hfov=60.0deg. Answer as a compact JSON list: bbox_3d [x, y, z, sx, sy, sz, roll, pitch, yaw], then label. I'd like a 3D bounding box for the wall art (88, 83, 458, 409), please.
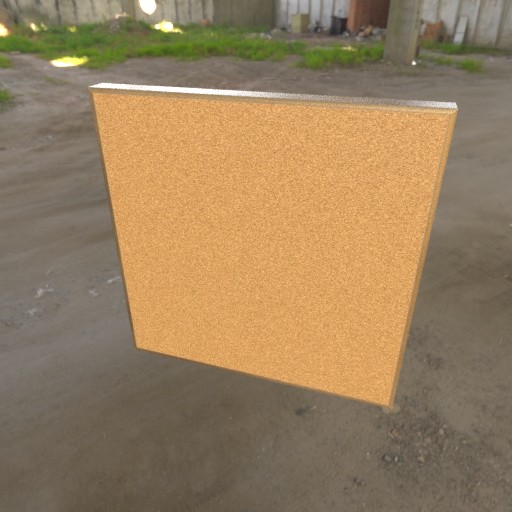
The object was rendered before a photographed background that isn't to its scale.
[{"bbox_3d":[0.000,0.000,0.734,0.513,0.511,0.038,9,31,15],"label":"wall art"}]
